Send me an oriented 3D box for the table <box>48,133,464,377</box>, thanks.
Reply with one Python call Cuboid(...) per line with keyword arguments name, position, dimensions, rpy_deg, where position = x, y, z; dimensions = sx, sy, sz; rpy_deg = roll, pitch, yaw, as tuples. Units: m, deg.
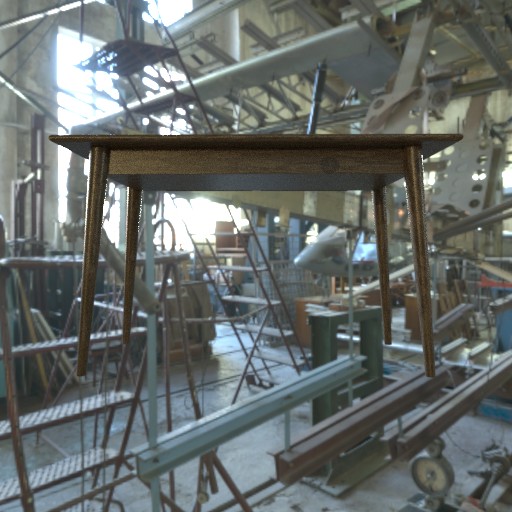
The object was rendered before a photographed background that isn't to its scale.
Cuboid(name="table", position=(0.000, 0.000, 1.695), dimensions=(1.300, 0.780, 0.599), rpy_deg=(0, 1, 1))
